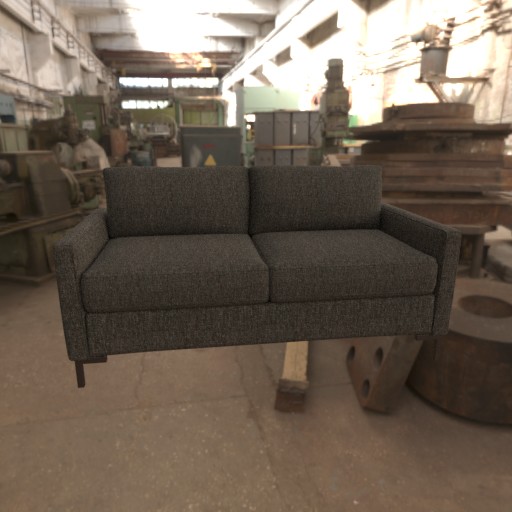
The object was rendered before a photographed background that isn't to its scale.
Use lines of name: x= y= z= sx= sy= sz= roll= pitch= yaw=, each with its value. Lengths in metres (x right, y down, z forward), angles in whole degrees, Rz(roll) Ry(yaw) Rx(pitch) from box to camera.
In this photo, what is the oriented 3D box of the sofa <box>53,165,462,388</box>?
sofa: x=0.000 y=0.000 z=2.238 sx=1.716 sy=0.862 sz=0.866 roll=-2 pitch=16 yaw=-8
